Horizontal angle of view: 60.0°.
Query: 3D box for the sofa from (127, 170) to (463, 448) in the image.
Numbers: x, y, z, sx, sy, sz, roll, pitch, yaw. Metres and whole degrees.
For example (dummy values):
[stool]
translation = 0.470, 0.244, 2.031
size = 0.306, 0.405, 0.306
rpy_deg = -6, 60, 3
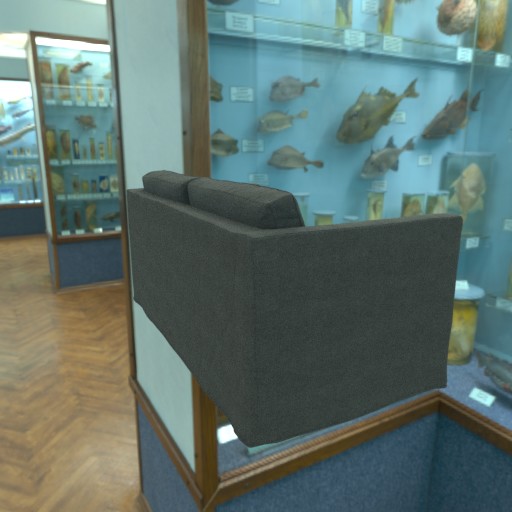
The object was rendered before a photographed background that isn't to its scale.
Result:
[sofa]
translation = 0.000, 0.000, 2.344
size = 0.974, 0.854, 1.802
rpy_deg = -7, 15, -27
